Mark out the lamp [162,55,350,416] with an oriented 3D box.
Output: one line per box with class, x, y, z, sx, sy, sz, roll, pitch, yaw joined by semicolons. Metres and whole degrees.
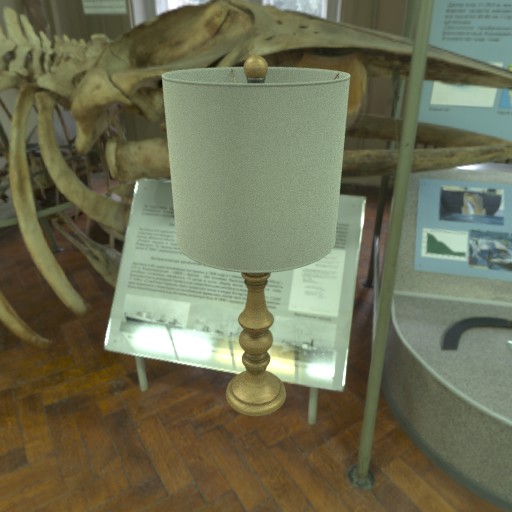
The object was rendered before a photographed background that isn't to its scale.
lamp;0.000;0.000;0.723;0.250;0.597;0.250;-8;28;-16
